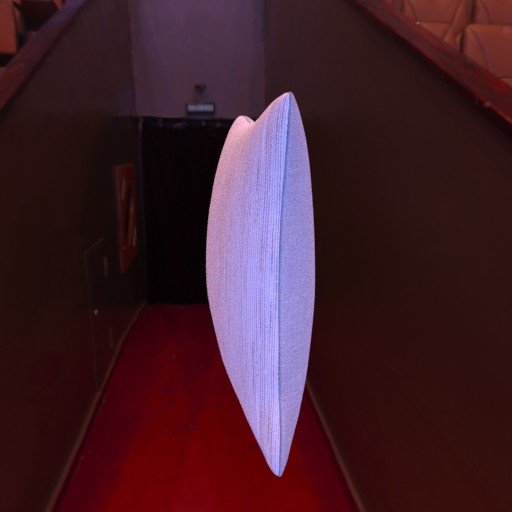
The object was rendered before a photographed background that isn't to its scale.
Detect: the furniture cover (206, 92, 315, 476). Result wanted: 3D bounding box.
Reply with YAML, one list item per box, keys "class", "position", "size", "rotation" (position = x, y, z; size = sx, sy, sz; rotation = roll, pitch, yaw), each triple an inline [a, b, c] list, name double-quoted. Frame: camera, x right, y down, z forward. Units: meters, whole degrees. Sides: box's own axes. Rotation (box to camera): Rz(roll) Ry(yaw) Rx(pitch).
- class: "furniture cover"
  position: [0.000, 0.000, 0.795]
  size: [0.178, 0.506, 0.512]
  rotation: [-2, 15, -8]
